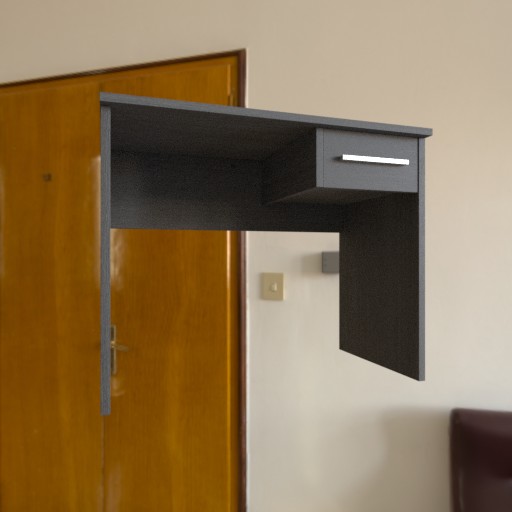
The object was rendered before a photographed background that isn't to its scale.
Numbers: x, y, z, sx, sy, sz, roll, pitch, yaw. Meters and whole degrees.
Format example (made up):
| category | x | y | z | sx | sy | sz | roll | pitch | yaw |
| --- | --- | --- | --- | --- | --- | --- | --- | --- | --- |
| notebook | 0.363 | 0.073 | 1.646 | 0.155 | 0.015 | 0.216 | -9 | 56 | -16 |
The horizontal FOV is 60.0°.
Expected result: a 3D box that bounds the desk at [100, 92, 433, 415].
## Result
| category | x | y | z | sx | sy | sz | roll | pitch | yaw |
| --- | --- | --- | --- | --- | --- | --- | --- | --- | --- |
| desk | 0.000 | 0.000 | 1.354 | 0.893 | 0.724 | 0.498 | 0 | 0 | -18 |
